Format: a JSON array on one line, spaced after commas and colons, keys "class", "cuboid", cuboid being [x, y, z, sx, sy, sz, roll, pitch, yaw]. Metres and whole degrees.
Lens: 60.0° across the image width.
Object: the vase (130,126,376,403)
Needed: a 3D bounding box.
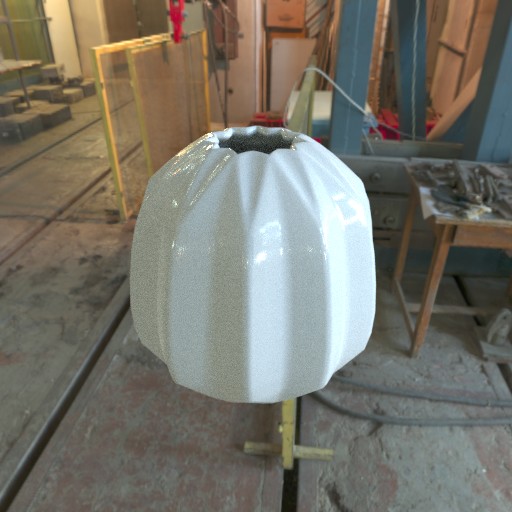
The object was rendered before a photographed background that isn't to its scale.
[{"class": "vase", "cuboid": [0.000, 0.000, 0.250, 0.139, 0.134, 0.139, 0, 30, 0]}]
